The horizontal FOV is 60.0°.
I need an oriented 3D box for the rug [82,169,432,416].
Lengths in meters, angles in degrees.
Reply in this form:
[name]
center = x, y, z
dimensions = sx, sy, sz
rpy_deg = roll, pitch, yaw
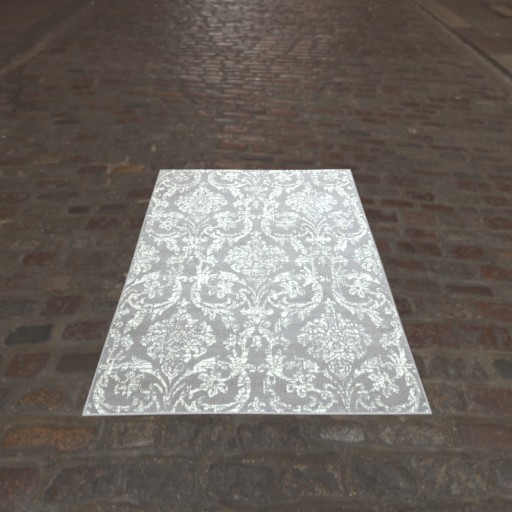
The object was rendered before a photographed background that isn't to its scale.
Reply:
[rug]
center = 0.000, 0.000, 2.834
dimensions = 1.578, 0.014, 2.206
rpy_deg = 0, 40, 0
